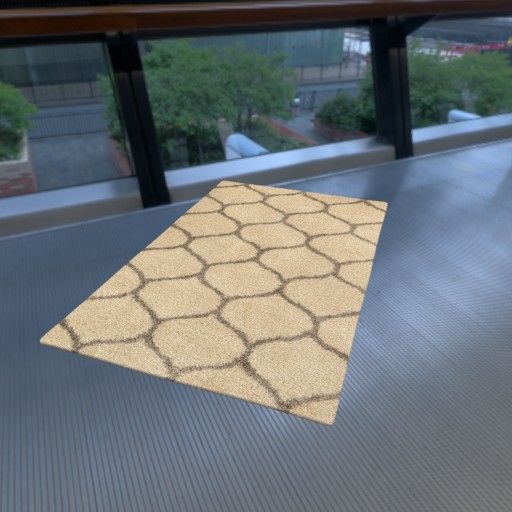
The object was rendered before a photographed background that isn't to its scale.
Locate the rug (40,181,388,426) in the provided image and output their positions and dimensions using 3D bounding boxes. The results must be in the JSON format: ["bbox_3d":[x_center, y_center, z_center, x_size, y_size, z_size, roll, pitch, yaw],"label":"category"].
[{"bbox_3d":[0.000,0.000,2.967,1.501,0.024,2.348,10,32,17],"label":"rug"}]
